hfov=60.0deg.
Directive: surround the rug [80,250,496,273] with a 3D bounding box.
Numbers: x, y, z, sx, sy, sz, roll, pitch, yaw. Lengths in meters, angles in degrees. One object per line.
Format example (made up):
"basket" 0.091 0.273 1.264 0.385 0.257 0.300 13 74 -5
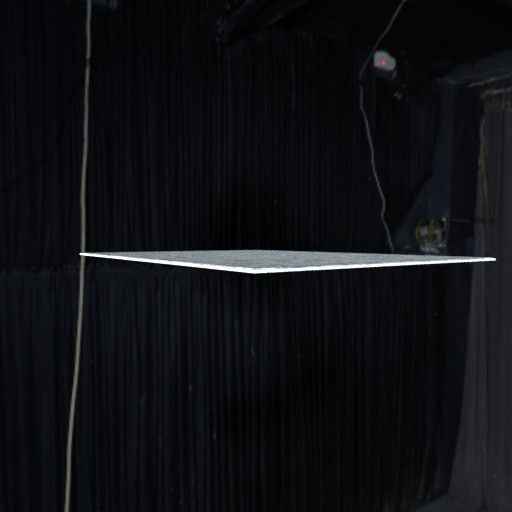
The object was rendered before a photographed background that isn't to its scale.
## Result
"rug" 0.000 0.000 2.799 1.586 0.014 2.197 -1 3 -36
